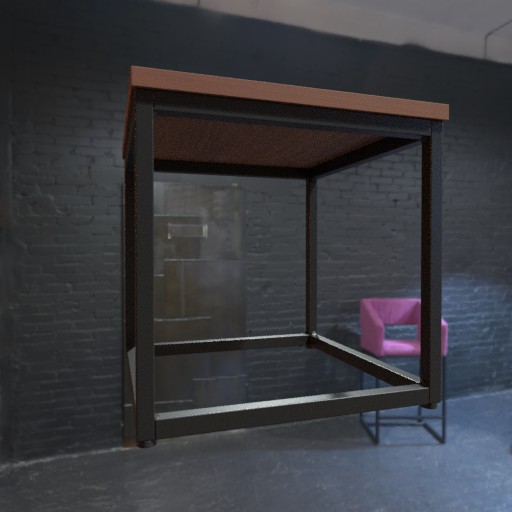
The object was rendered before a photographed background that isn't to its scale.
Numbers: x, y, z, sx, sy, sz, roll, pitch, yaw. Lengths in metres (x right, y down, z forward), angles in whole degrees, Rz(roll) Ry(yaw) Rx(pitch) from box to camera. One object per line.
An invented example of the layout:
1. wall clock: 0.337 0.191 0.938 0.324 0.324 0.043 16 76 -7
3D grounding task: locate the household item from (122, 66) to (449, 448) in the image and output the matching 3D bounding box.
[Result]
1. household item: 0.000 0.000 0.711 0.400 0.400 0.400 0 1 -18
